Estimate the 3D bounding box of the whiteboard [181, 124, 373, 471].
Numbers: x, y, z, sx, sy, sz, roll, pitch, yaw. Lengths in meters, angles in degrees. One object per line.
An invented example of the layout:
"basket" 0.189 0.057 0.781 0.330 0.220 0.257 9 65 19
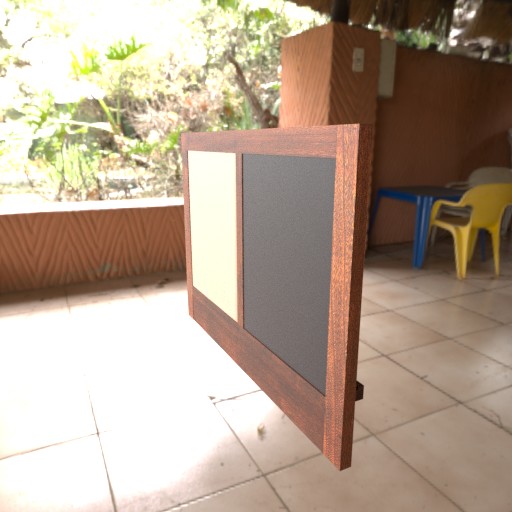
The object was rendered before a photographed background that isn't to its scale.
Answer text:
"whiteboard" 0.000 0.000 1.013 0.083 0.553 0.768 -7 16 -26
